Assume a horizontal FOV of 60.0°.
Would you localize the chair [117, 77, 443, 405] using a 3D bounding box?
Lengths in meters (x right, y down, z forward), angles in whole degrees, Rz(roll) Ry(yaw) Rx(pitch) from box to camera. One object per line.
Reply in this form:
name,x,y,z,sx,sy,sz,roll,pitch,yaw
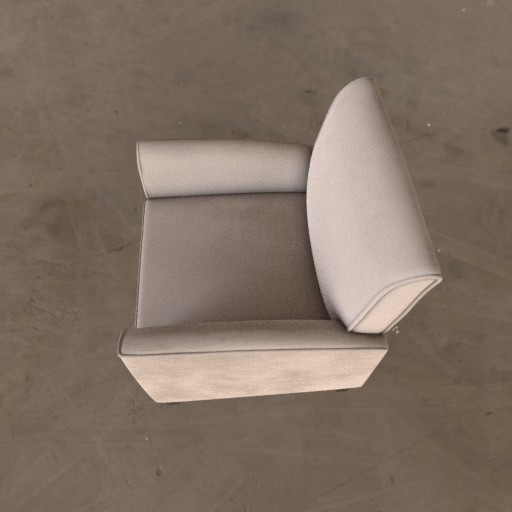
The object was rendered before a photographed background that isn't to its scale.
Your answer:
chair,0.000,0.000,1.557,0.821,0.915,0.820,-4,58,-2
